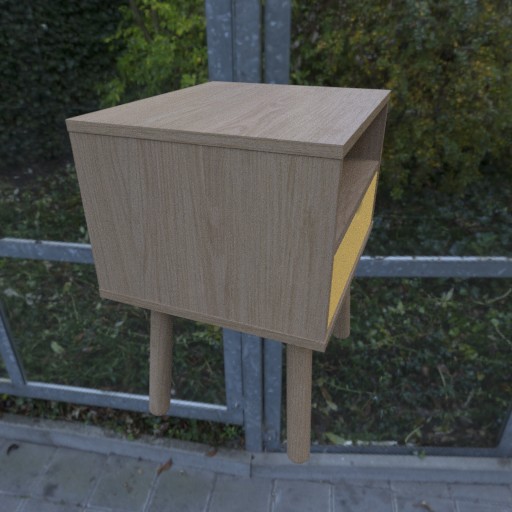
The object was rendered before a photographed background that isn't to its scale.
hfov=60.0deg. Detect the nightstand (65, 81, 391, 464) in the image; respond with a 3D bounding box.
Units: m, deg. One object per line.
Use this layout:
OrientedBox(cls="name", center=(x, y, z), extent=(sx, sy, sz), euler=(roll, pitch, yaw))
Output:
OrientedBox(cls="nightstand", center=(0.000, 0.000, 0.860), extent=(0.380, 0.571, 0.450), euler=(10, 30, 19))
